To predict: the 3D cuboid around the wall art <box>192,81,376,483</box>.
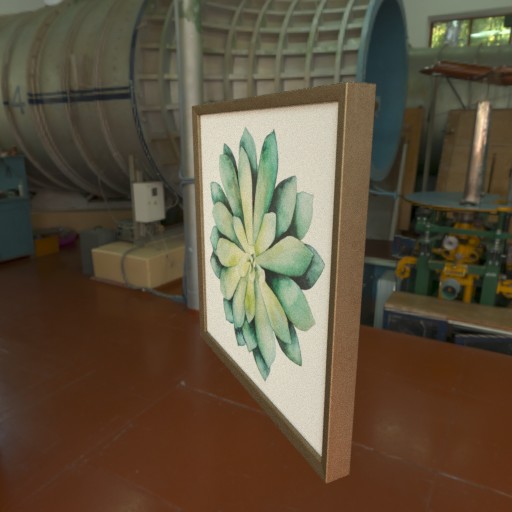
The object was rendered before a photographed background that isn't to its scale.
[{"bbox_3d":[0.000,0.000,0.753,0.040,0.506,0.503,-8,17,-25],"label":"wall art"}]
